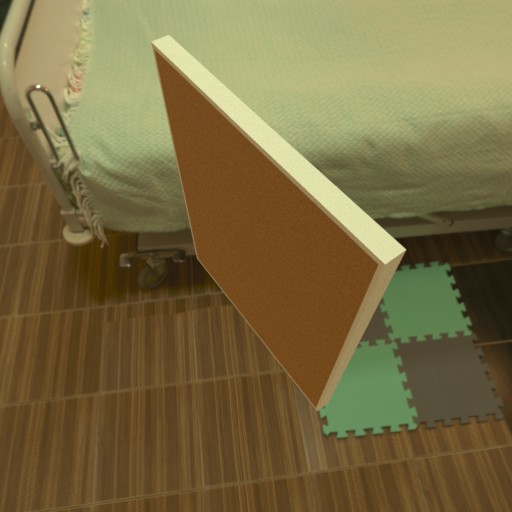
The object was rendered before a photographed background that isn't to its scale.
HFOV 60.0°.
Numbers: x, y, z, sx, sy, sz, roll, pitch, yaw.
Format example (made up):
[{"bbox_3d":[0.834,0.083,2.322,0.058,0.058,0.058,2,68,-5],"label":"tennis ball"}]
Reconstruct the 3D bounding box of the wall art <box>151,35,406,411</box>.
[{"bbox_3d":[0.000,0.000,0.741,0.030,0.549,0.443,-32,62,-19],"label":"wall art"}]
